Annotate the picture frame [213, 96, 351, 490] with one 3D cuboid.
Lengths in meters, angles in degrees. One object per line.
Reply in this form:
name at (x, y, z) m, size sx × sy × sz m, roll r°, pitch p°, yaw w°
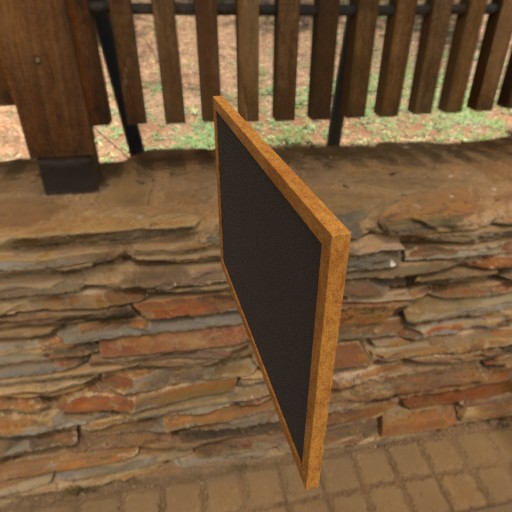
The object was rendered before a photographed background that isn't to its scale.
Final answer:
picture frame at (0.000, 0.000, 1.163) m, size 0.029 × 0.621 × 0.922 m, roll -8°, pitch 33°, yaw -13°
